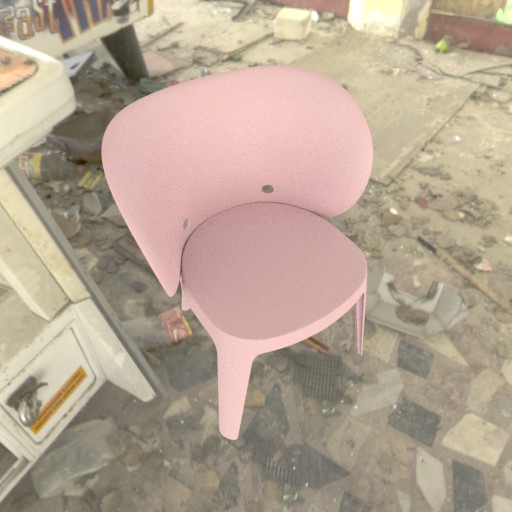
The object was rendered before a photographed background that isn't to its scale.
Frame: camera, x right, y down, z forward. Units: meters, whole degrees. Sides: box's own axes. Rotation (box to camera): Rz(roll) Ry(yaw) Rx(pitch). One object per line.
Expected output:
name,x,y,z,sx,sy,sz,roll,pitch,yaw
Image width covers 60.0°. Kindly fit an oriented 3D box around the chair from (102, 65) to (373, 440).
chair,0.000,0.000,0.854,0.451,0.554,0.402,-26,52,-23
